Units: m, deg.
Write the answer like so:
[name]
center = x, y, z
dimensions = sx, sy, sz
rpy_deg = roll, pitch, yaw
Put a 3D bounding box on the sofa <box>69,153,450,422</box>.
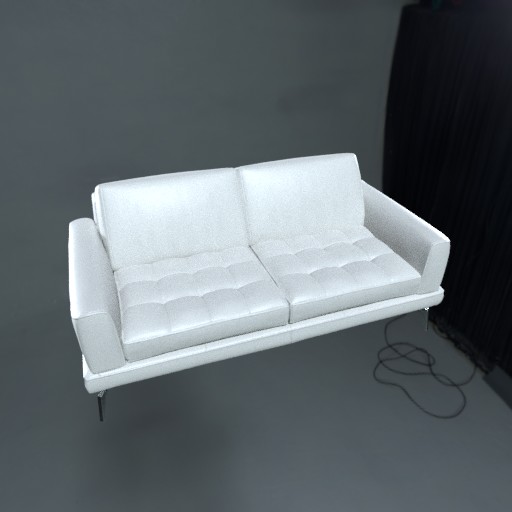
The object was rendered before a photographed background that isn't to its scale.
[sofa]
center = 0.000, 0.000, 2.784
dimensions = 2.177, 0.930, 1.121
rpy_deg = -11, 33, -17
